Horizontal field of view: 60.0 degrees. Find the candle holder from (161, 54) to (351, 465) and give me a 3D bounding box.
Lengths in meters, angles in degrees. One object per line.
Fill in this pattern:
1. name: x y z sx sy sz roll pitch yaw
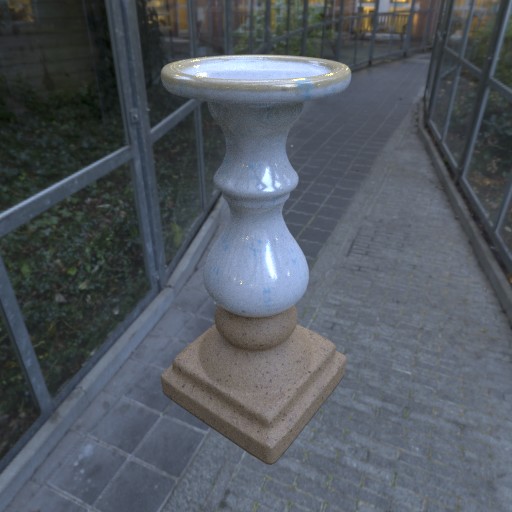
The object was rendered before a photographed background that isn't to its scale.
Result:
1. candle holder: 0.000 0.000 0.300 0.110 0.239 0.110 21 37 31
